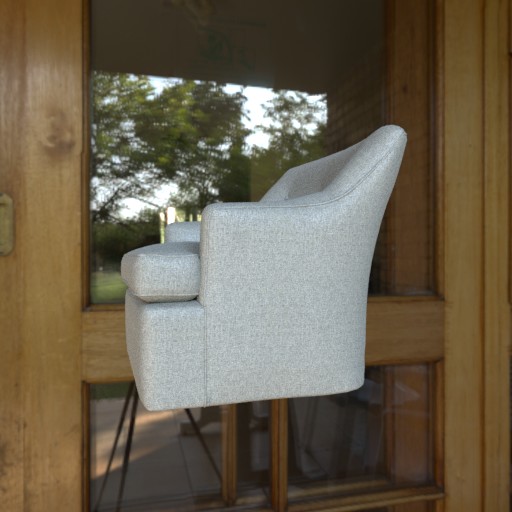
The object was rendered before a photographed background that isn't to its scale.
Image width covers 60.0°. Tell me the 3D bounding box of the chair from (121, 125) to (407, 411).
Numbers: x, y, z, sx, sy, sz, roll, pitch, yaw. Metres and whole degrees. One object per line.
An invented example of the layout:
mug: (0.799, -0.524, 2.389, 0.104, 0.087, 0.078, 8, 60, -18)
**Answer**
chair: (0.000, 0.000, 1.620, 0.923, 0.856, 0.864, 0, 0, -19)
